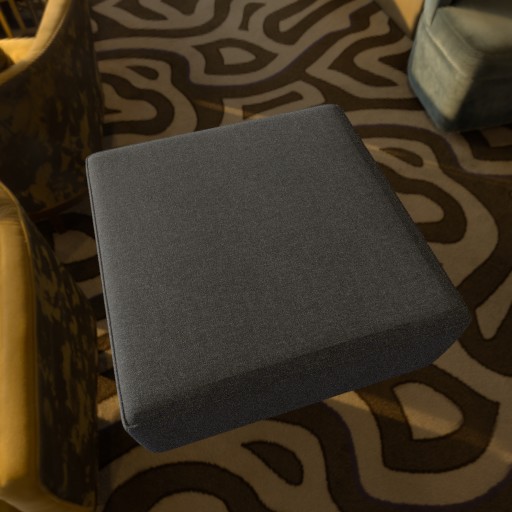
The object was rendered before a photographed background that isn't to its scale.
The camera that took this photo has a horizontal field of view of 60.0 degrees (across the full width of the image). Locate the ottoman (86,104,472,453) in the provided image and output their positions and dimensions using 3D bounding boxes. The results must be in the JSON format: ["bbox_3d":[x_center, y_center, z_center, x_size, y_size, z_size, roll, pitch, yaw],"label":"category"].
[{"bbox_3d":[0.000,0.000,1.538,1.000,0.439,1.000,-15,58,-9],"label":"ottoman"}]
